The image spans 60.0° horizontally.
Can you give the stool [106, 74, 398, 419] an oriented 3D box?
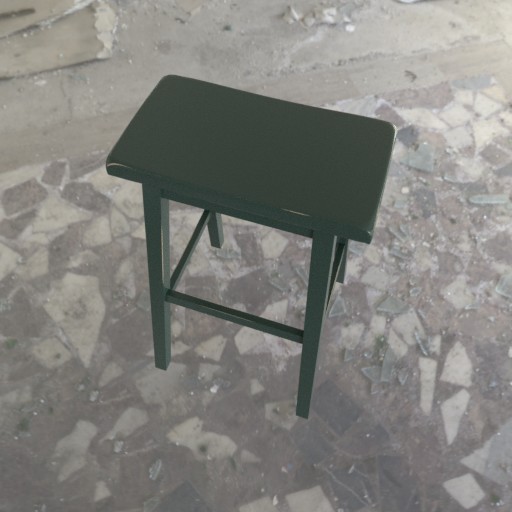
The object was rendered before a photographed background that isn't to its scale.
[{"bbox_3d":[0.000,0.000,1.055,0.457,0.737,0.476,16,60,10],"label":"stool"}]
